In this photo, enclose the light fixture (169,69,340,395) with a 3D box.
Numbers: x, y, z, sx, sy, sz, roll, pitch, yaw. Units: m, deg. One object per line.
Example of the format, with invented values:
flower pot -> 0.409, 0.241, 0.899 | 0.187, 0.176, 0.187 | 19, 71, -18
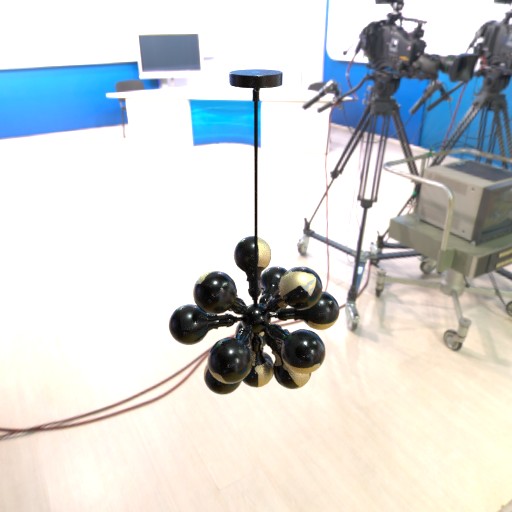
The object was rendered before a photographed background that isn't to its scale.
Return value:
light fixture -> 0.000, 0.000, 1.114 | 0.420, 0.859, 0.468 | 10, 31, 18
